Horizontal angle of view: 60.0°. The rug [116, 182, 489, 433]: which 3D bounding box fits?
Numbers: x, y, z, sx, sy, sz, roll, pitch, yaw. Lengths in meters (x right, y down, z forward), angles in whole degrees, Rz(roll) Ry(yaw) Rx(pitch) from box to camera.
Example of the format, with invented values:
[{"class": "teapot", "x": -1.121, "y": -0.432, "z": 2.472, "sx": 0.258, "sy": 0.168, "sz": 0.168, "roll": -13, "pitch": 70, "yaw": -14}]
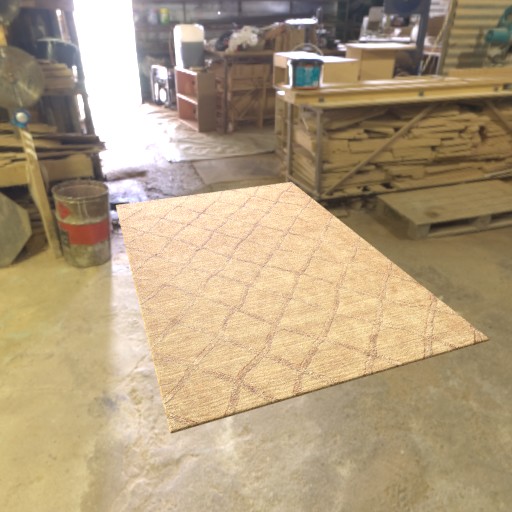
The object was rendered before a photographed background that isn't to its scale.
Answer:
[{"class": "rug", "x": 0.000, "y": 0.000, "z": 2.819, "sx": 1.528, "sy": 0.014, "sz": 2.292, "roll": -10, "pitch": 31, "yaw": -18}]
